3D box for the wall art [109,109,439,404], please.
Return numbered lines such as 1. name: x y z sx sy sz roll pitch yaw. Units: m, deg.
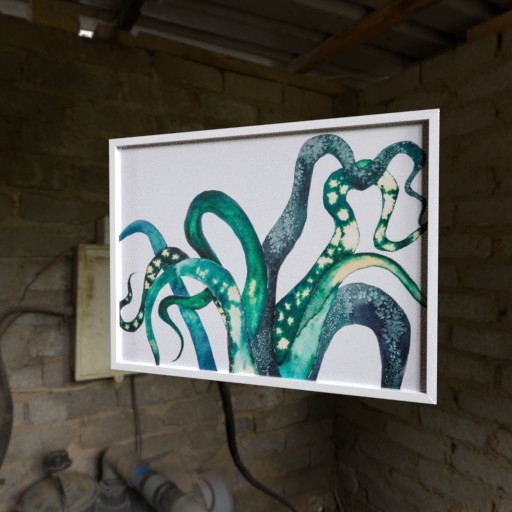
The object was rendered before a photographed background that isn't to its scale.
1. wall art: 0.000 0.000 1.374 1.041 0.787 0.053 0 1 19
